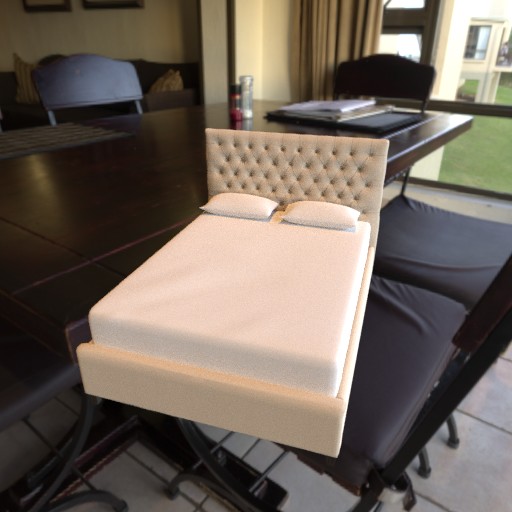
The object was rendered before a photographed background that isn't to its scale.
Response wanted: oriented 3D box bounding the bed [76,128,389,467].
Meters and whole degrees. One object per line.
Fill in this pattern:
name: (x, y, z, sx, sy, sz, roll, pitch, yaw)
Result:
bed: (0.000, 0.000, 3.367, 1.696, 1.426, 2.233, 8, 28, 16)
